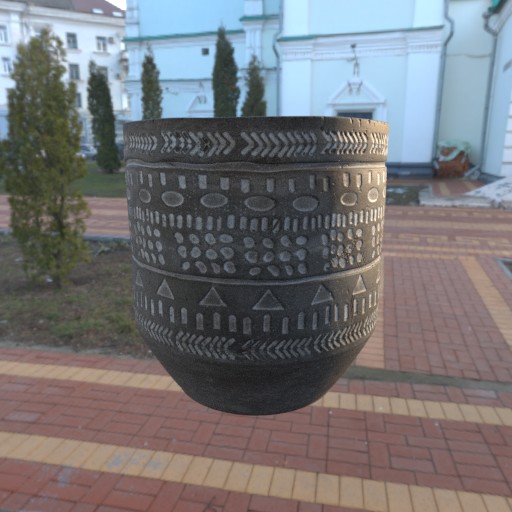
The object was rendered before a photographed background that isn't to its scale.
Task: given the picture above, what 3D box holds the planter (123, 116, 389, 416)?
[{"bbox_3d":[0.000,0.000,0.223,0.122,0.128,0.122,0,14,0],"label":"planter"}]
